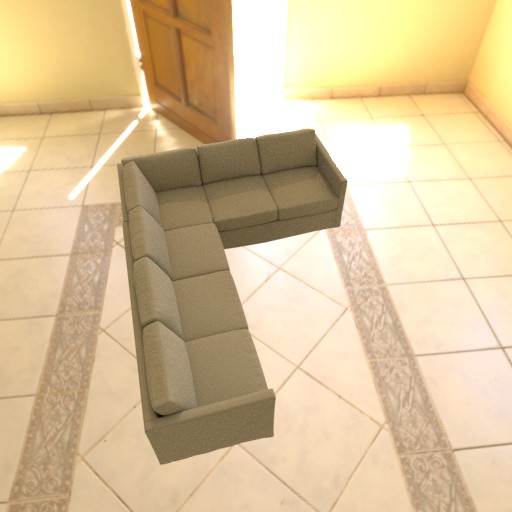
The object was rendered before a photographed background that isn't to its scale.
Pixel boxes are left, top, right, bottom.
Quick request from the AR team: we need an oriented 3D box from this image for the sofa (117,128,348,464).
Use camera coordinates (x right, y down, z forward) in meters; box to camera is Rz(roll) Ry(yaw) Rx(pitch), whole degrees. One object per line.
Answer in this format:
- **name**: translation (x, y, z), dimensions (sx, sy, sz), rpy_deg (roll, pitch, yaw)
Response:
- **sofa**: translation (0.000, 0.000, 4.397), dimensions (2.432, 0.871, 3.182), rpy_deg (-12, 48, -11)
